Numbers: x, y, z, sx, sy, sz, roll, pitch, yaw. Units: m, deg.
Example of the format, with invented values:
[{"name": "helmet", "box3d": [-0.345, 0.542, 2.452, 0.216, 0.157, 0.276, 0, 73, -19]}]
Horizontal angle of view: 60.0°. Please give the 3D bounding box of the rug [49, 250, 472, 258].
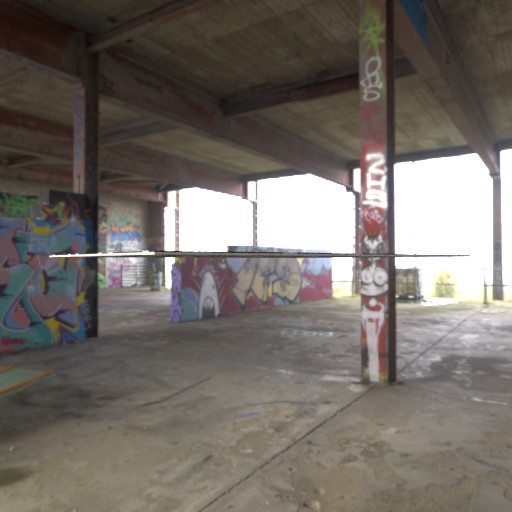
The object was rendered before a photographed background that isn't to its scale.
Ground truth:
[{"name": "rug", "box3d": [0.000, 0.000, 4.102, 3.049, 0.021, 2.466, 0, -1, -36]}]
